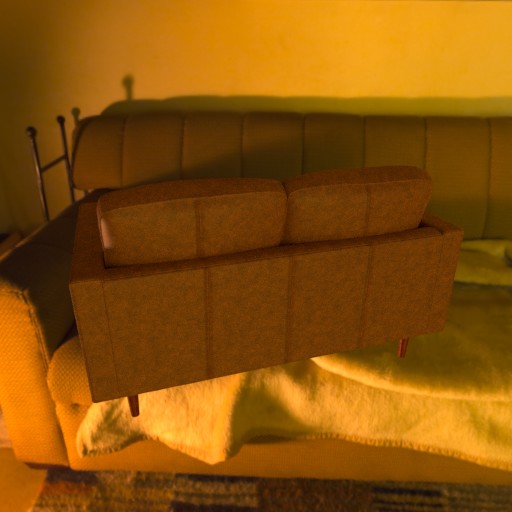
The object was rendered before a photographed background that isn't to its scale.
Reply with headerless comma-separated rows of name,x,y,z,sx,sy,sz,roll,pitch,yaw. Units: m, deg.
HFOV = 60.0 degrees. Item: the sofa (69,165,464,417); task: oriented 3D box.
sofa,0.000,0.000,2.143,1.578,0.951,0.909,-8,26,-16
